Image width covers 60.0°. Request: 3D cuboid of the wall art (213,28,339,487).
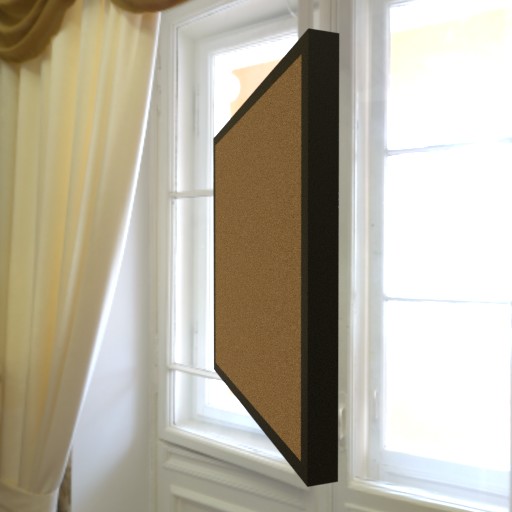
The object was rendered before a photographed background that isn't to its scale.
[{"bbox_3d":[0.000,0.000,0.738,0.038,0.508,0.508,0,1,-17],"label":"wall art"}]
